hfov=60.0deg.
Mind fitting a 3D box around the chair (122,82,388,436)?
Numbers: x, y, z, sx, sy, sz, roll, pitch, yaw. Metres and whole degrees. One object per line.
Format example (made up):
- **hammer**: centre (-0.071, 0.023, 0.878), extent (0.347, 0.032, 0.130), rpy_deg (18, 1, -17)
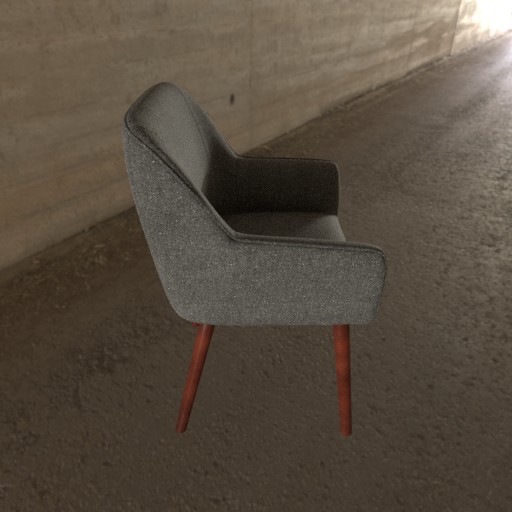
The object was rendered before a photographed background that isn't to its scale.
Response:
- **chair**: centre (0.000, 0.000, 1.155), extent (0.519, 0.803, 0.543), rpy_deg (-1, 31, -1)
